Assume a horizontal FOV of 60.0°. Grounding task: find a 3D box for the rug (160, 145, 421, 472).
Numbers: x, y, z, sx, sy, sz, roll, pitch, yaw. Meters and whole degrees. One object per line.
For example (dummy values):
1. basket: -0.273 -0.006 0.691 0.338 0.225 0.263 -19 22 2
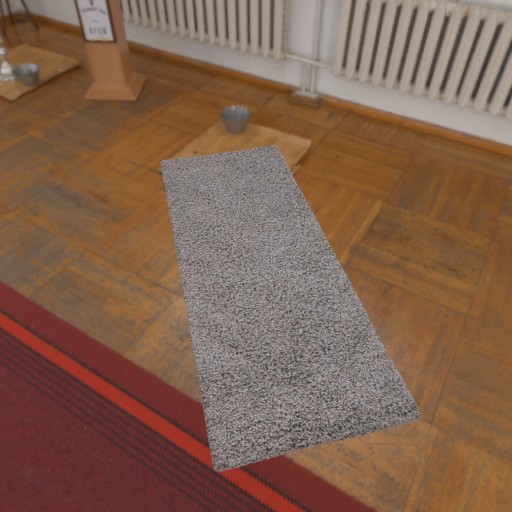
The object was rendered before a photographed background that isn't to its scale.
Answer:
1. rug: 0.000 0.000 1.748 0.609 0.030 1.524 -10 46 -10
